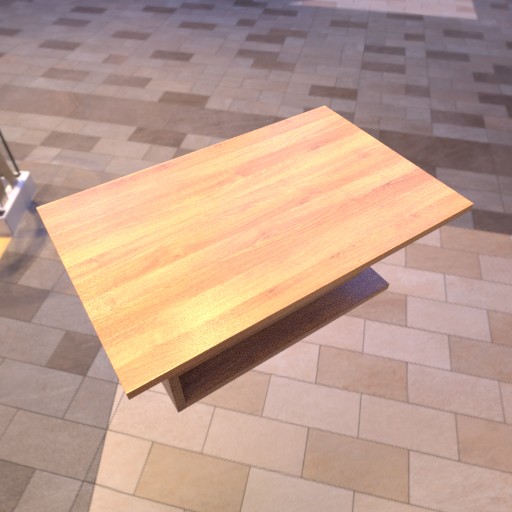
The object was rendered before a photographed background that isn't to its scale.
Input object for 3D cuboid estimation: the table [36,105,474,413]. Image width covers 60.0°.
[{"bbox_3d":[0.000,0.000,1.481,1.100,0.442,0.700,-26,52,-22],"label":"table"}]
